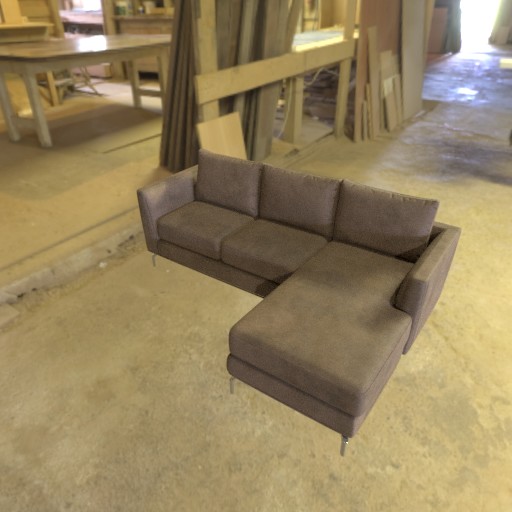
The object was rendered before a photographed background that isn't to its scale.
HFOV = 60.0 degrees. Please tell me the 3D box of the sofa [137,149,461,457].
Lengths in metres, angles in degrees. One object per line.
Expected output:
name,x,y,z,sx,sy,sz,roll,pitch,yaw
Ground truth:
sofa,0.000,0.000,3.288,2.438,0.987,1.622,20,36,30
